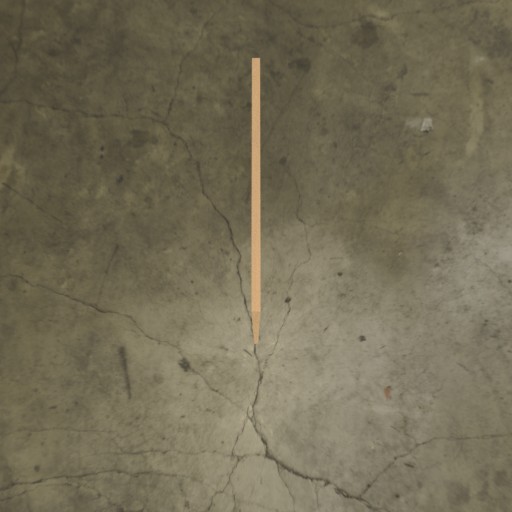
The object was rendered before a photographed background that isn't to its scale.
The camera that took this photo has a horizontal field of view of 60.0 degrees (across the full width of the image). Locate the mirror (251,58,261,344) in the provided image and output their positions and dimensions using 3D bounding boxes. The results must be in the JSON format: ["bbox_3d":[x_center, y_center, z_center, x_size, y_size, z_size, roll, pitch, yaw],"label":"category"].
[{"bbox_3d":[0.000,0.000,2.313,0.026,2.031,0.812,0,76,0],"label":"mirror"}]
